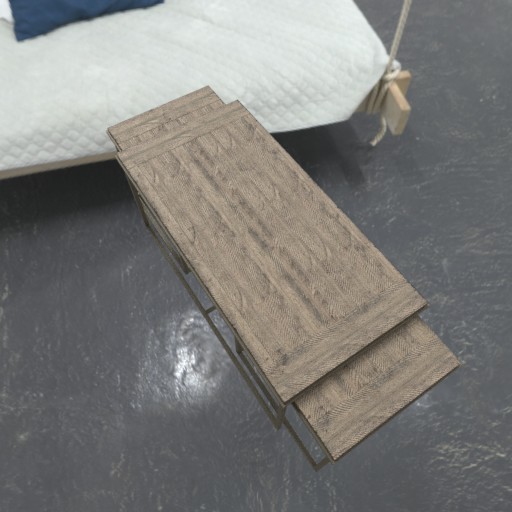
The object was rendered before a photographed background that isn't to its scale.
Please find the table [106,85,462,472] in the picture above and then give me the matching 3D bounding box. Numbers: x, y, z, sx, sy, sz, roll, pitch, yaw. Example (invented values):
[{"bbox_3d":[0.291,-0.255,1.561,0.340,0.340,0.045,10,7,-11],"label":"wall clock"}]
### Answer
[{"bbox_3d":[0.000,0.000,1.519,0.489,0.427,1.312,-30,64,-16],"label":"table"}]
